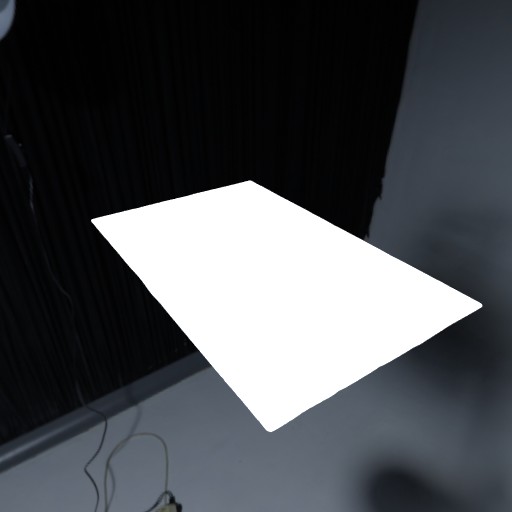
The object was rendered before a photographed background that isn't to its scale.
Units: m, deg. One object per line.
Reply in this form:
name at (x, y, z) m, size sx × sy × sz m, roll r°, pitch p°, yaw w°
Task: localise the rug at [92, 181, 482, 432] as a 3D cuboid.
rug at (0.000, 0.000, 3.069) m, size 1.546 × 0.010 × 2.442 m, roll -19°, pitch 35°, yaw -29°
